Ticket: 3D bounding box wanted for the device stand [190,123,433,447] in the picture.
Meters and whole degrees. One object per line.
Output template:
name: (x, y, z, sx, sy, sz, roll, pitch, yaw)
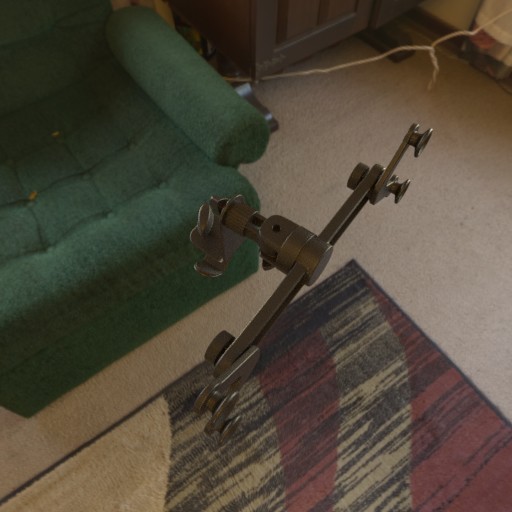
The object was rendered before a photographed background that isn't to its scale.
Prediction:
device stand: (0.000, 0.000, 0.371, 0.142, 0.166, 0.270, 32, 63, 18)
